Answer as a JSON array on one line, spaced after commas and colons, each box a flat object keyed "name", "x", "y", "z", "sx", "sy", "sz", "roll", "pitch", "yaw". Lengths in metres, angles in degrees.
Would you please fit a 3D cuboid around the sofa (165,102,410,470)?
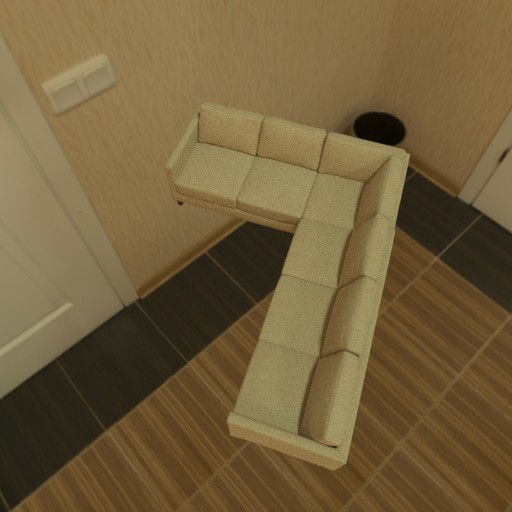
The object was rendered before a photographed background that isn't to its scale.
[{"name": "sofa", "x": 0.000, "y": 0.000, "z": 4.348, "sx": 2.432, "sy": 0.863, "sz": 3.182, "roll": 16, "pitch": 61, "yaw": 9}]
